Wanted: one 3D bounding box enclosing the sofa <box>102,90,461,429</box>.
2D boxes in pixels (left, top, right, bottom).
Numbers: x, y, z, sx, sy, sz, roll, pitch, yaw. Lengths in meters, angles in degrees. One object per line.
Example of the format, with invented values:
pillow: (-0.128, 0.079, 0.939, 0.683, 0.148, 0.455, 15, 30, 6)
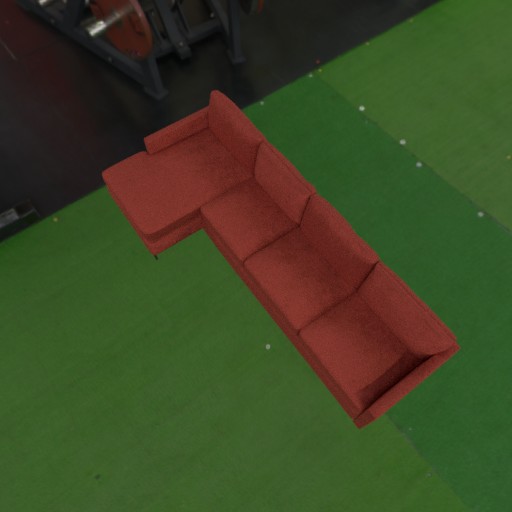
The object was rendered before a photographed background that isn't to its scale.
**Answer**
sofa: (0.000, 0.000, 4.093, 1.500, 0.967, 3.400, -32, 66, -16)
